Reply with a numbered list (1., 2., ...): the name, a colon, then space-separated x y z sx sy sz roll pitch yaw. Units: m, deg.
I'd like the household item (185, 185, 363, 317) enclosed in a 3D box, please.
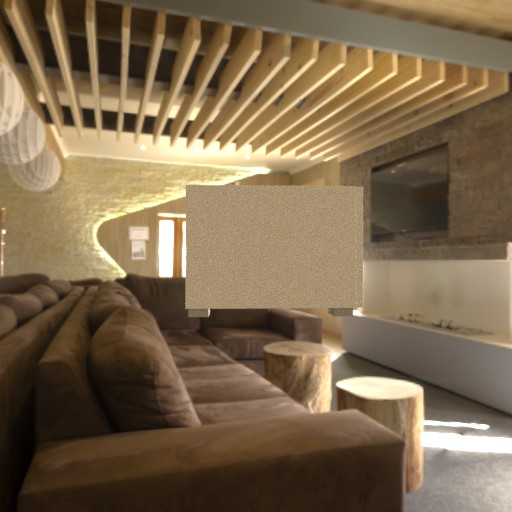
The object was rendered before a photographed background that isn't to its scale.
1. household item: 0.000 0.000 1.968 0.420 0.310 1.850 0 -1 -3
